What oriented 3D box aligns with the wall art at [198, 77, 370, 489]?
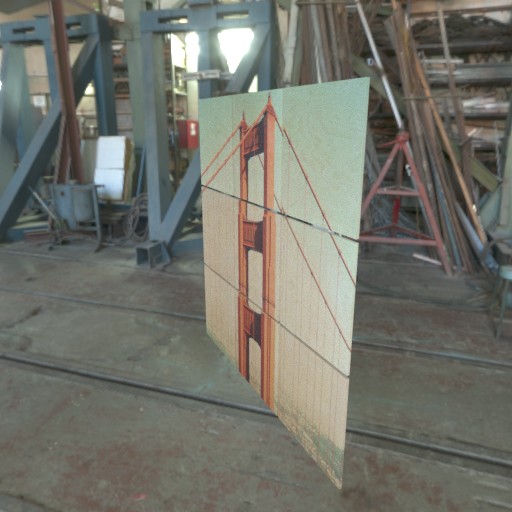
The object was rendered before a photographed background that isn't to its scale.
[{"bbox_3d":[0.000,0.000,2.192,0.013,1.523,1.517,-8,19,-25],"label":"wall art"}]
